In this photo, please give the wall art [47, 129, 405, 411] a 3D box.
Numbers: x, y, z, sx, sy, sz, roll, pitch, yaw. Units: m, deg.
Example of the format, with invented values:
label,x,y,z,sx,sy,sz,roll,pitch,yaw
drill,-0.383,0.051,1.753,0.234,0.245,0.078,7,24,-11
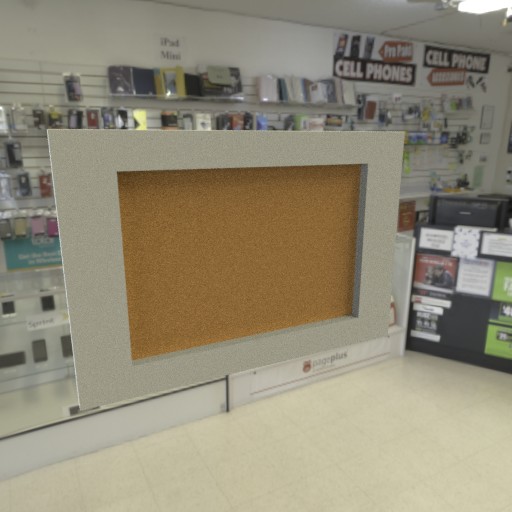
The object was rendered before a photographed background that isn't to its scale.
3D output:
label,x,y,z,sx,sy,sz,roll,pitch,yaw
wall art,0.000,0.000,1.135,0.906,0.617,0.033,-7,17,-25
